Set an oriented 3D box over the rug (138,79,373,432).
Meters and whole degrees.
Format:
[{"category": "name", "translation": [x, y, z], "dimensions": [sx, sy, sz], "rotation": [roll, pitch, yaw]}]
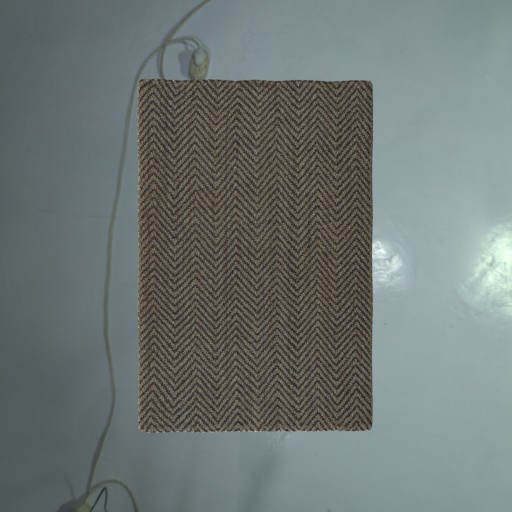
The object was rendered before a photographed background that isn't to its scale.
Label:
[{"category": "rug", "translation": [0.000, 0.000, 2.301], "dimensions": [1.219, 0.008, 1.828], "rotation": [0, 90, -1]}]
